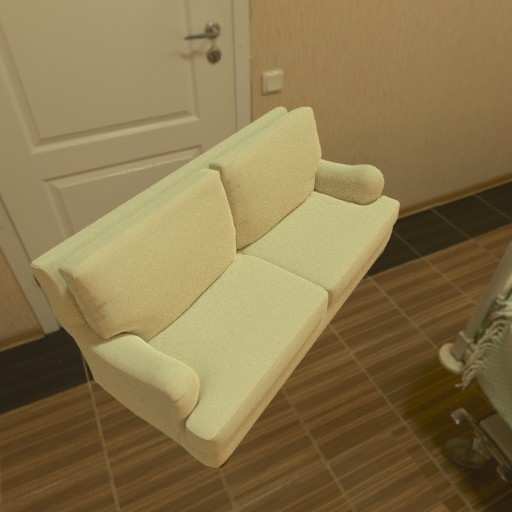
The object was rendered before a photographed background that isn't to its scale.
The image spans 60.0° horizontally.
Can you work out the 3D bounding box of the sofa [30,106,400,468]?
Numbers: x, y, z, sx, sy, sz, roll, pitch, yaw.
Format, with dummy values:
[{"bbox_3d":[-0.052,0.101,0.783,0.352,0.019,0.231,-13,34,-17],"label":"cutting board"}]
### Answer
[{"bbox_3d":[0.000,0.000,2.709,1.086,1.087,2.159,25,48,25],"label":"sofa"}]
